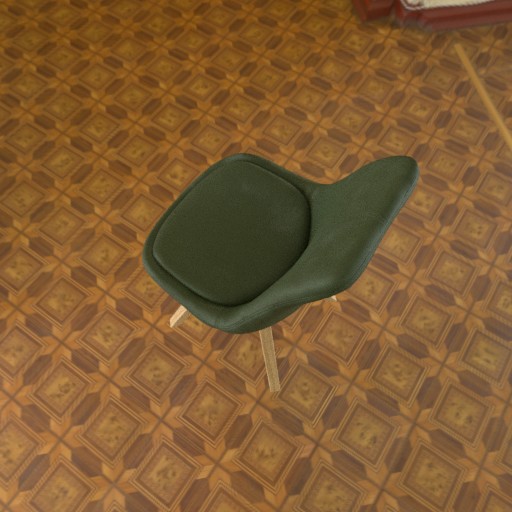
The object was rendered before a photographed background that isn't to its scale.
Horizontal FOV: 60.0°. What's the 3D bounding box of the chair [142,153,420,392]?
[{"bbox_3d":[0.000,0.000,1.188,0.547,0.865,0.483,31,68,14],"label":"chair"}]
